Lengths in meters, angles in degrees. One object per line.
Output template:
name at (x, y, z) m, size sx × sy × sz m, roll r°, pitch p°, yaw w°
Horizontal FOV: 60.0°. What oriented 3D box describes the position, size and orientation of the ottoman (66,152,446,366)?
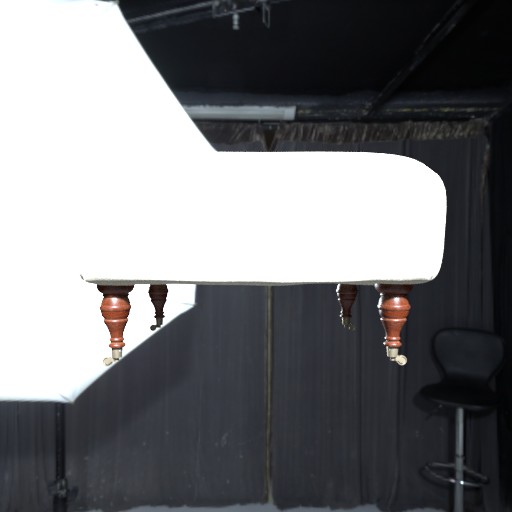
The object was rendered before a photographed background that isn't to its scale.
ottoman at (0.000, 0.000, 1.117) m, size 0.747 × 0.450 × 0.622 m, roll 0°, pitch 0°, yaw -1°
